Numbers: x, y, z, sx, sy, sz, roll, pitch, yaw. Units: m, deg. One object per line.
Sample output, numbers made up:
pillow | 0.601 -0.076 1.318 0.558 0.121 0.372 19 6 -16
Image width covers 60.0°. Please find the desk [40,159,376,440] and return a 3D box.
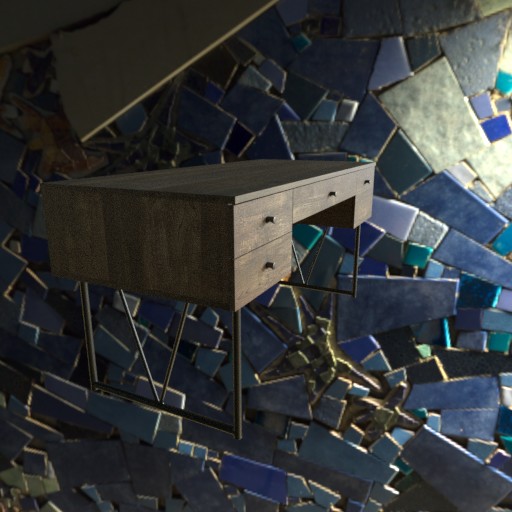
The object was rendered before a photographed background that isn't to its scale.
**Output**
desk | 0.000 0.000 2.038 0.730 0.780 1.600 8 17 26
